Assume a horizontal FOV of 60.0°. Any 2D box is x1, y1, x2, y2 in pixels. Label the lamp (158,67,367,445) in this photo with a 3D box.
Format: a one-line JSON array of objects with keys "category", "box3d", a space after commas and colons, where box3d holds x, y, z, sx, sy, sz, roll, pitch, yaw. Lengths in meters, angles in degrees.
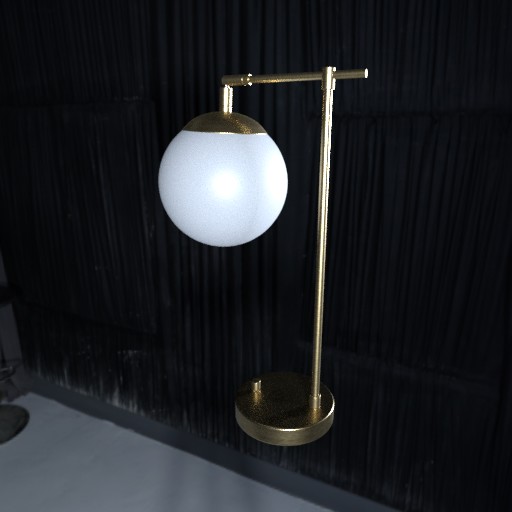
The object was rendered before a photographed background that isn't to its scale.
[{"category": "lamp", "box3d": [0.000, 0.000, 0.725, 0.324, 0.559, 0.207, 8, 18, 26]}]
